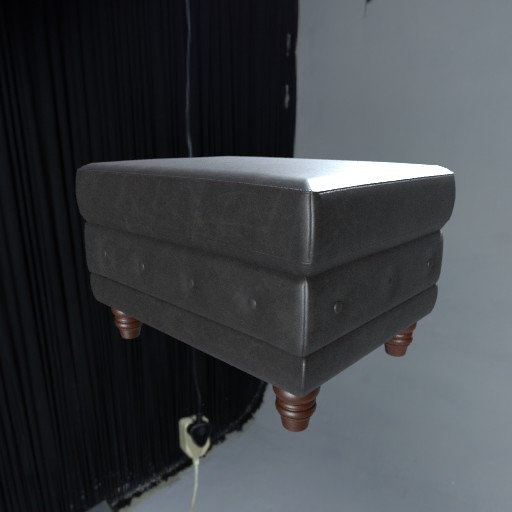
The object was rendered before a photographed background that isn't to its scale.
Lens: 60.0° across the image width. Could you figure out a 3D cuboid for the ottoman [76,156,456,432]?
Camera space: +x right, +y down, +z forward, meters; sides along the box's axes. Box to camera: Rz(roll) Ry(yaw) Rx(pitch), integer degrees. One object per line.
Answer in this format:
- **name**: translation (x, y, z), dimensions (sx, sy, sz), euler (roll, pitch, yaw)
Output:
- **ottoman**: translation (0.000, 0.000, 1.168), dimensions (0.795, 0.498, 0.590), euler (13, 20, 42)
